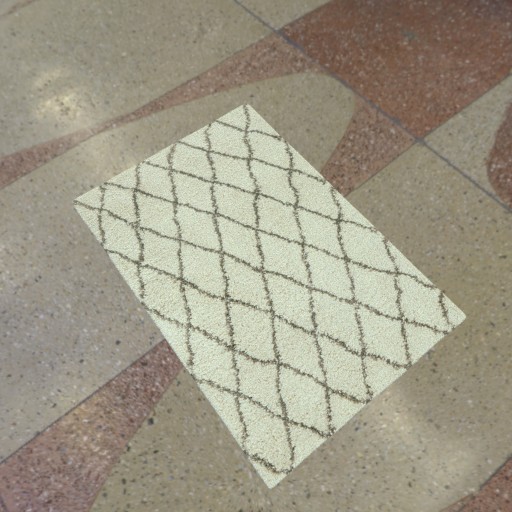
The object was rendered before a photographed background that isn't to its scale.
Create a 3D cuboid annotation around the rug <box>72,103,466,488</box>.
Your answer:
[{"bbox_3d":[0.000,0.000,2.302,1.219,0.030,1.778,-34,68,-16],"label":"rug"}]
